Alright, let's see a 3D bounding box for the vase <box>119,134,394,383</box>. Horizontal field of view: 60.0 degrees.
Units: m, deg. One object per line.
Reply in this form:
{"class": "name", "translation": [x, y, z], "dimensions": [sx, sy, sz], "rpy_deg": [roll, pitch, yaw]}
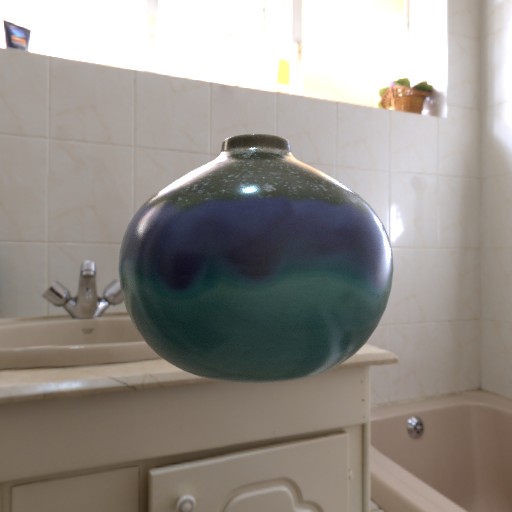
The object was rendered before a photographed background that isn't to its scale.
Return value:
{"class": "vase", "translation": [0.000, 0.000, 0.260], "dimensions": [0.154, 0.133, 0.154], "rpy_deg": [0, -1, 0]}
